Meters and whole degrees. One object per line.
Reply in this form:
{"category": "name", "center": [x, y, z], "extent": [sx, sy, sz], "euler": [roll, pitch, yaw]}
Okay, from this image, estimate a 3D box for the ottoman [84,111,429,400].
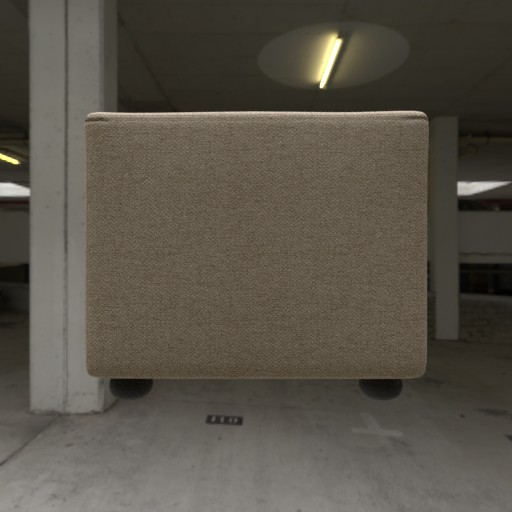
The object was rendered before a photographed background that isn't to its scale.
{"category": "ottoman", "center": [0.000, 0.000, 0.870], "extent": [0.508, 0.432, 0.508], "euler": [0, 0, 0]}
